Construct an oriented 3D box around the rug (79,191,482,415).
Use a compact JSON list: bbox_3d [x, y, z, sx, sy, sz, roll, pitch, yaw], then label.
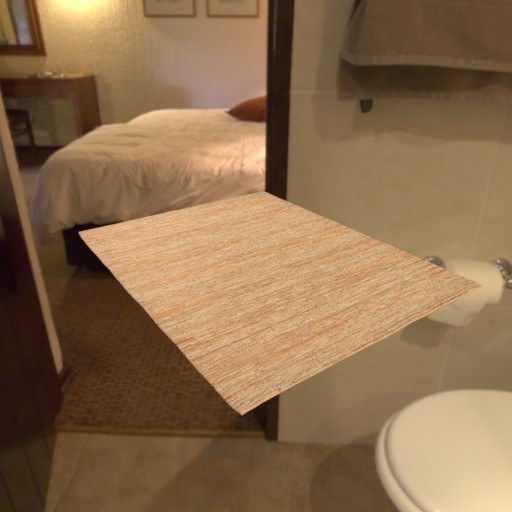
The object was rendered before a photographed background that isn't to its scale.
[{"bbox_3d":[0.000,0.000,3.936,2.313,0.009,2.939,-17,31,-31],"label":"rug"}]
